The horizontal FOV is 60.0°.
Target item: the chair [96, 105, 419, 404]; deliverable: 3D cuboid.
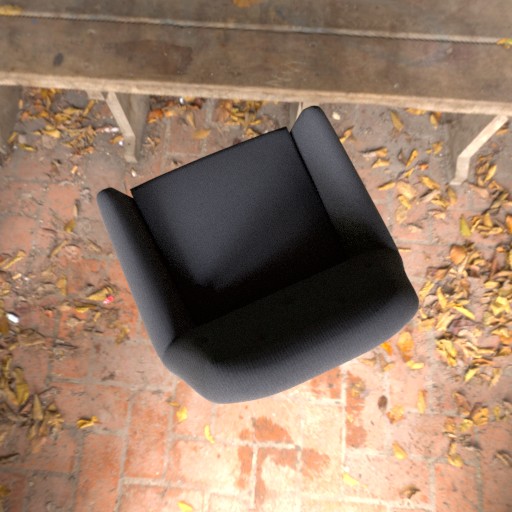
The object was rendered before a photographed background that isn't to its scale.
[{"bbox_3d":[0.000,0.000,1.410,0.770,0.800,0.779,-24,76,-6],"label":"chair"}]
